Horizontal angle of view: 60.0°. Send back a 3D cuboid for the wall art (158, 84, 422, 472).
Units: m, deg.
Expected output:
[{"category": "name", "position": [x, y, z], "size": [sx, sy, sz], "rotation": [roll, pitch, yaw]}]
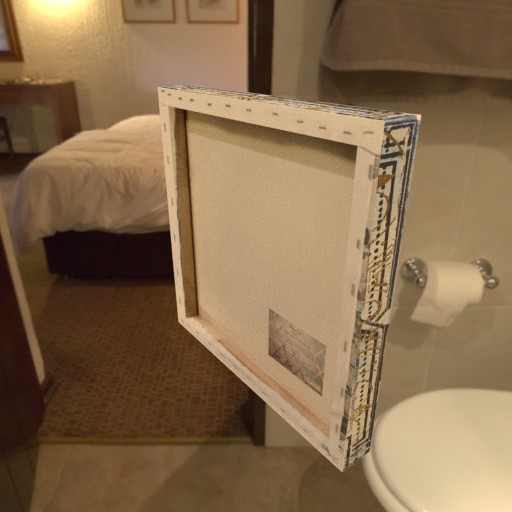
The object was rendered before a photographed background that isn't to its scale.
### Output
[{"category": "wall art", "position": [0.000, 0.000, 0.449], "size": [0.038, 0.306, 0.302], "rotation": [-18, 31, -33]}]
